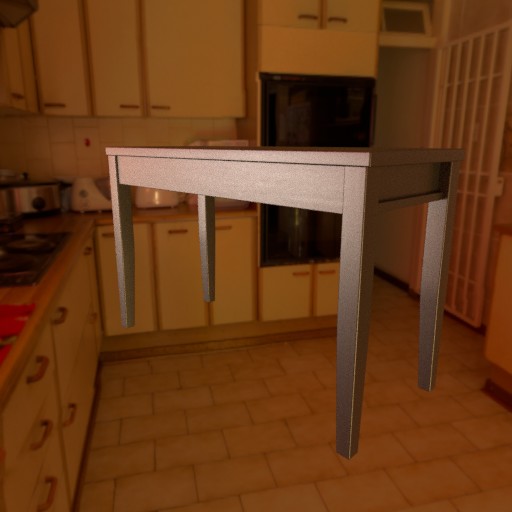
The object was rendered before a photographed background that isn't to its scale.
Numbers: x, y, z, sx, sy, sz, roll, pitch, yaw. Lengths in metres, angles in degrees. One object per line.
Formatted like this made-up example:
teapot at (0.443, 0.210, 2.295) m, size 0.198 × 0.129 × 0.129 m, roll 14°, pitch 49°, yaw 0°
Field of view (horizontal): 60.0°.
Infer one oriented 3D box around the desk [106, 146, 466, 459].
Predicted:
desk at (0.000, 0.000, 1.628) m, size 0.508 × 0.775 × 1.220 m, roll -14°, pitch 20°, yaw -42°
